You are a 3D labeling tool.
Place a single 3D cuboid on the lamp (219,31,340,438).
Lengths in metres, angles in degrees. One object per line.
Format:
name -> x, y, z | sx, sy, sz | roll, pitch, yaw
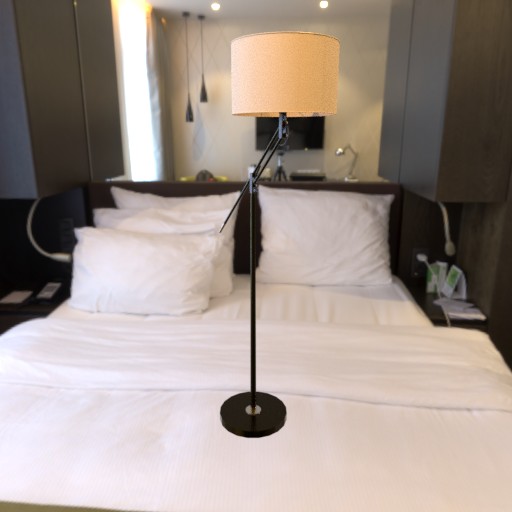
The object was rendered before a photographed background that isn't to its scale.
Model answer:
lamp -> 0.000, 0.000, 1.929 | 0.373, 1.635, 0.809 | -8, 17, -26
